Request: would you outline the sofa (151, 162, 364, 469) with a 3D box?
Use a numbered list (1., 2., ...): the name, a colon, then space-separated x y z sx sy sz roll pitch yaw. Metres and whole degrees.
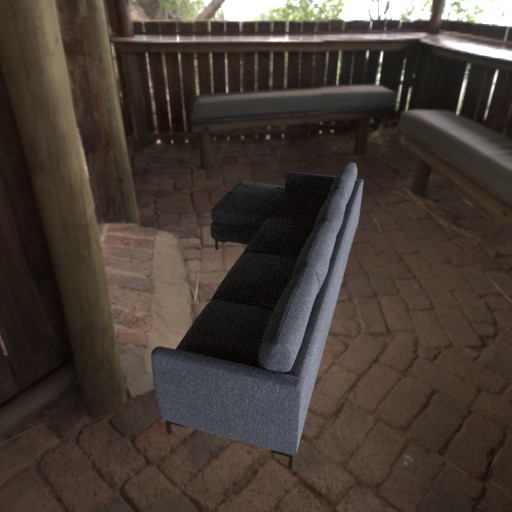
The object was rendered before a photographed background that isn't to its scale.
1. sofa: 0.000 0.000 3.498 1.350 0.810 2.932 9 31 15
